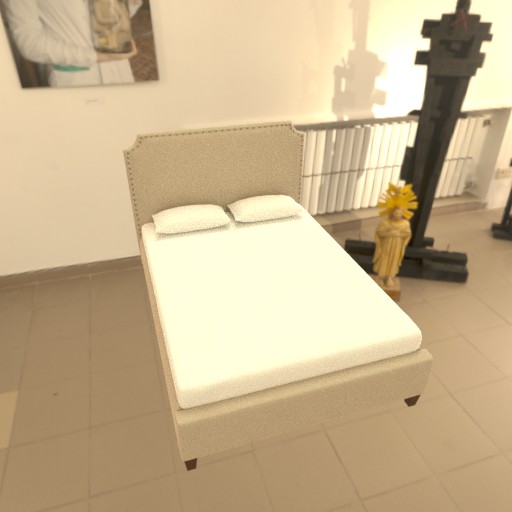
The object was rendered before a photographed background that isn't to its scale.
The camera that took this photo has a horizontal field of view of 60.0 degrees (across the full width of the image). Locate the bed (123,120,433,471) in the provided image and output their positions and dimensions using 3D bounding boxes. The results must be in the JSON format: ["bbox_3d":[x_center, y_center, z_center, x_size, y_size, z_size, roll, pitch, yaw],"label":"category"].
[{"bbox_3d":[0.000,0.000,3.483,1.713,1.443,2.372,-10,33,-15],"label":"bed"}]
